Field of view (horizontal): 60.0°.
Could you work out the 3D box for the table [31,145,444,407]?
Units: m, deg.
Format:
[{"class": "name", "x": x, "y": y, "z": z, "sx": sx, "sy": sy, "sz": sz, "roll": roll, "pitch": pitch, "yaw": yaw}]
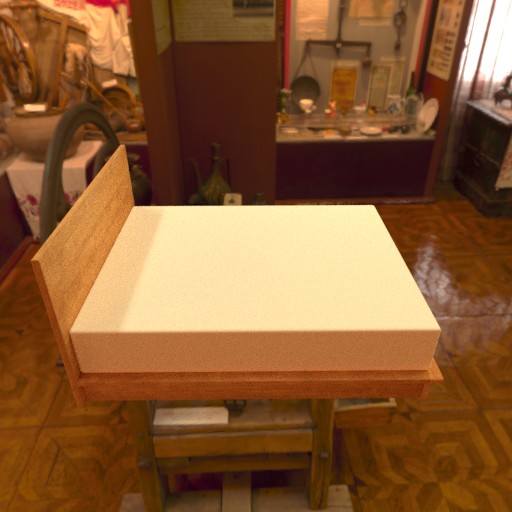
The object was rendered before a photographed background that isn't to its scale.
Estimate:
[{"class": "table", "x": 0.000, "y": 0.000, "z": 3.100, "sx": 2.149, "sy": 1.041, "sz": 1.707, "roll": 0, "pitch": 32, "yaw": -1}]
